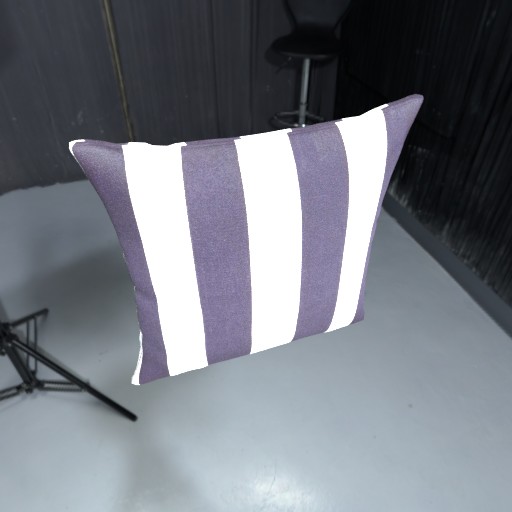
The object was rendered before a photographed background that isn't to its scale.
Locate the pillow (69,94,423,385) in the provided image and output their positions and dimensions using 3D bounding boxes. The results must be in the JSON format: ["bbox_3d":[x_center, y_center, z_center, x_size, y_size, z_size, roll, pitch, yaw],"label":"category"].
[{"bbox_3d":[0.000,0.000,0.793,0.536,0.526,0.189,-13,43,-15],"label":"pillow"}]
